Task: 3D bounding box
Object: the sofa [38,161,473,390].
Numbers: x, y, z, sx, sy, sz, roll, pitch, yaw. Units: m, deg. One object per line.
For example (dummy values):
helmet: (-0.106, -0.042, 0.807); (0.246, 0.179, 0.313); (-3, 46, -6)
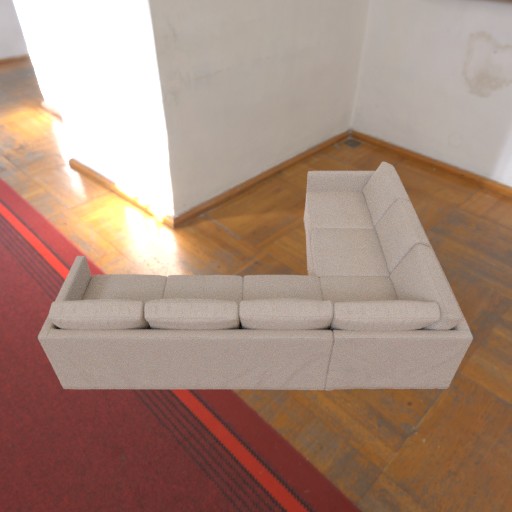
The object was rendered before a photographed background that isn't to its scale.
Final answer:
sofa: (0.000, 0.000, 4.282); (3.182, 0.871, 2.432); (0, 40, 0)
